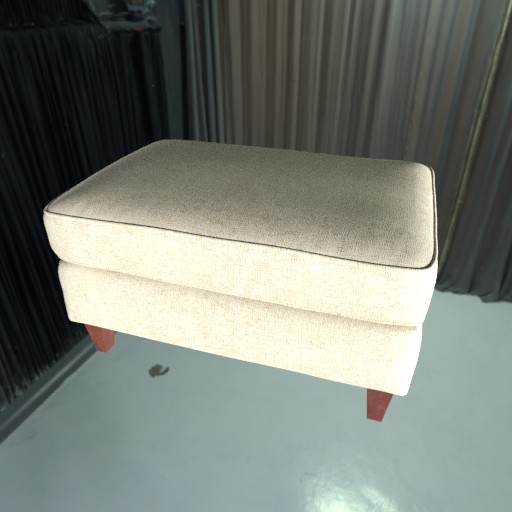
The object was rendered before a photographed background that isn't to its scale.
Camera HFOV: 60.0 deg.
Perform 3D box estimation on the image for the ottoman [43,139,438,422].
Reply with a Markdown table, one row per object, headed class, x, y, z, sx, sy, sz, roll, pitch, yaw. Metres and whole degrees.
| class | x | y | z | sx | sy | sz | roll | pitch | yaw |
| --- | --- | --- | --- | --- | --- | --- | --- | --- | --- |
| ottoman | 0.000 | 0.000 | 1.206 | 0.862 | 0.484 | 0.583 | 10 | 32 | 15 |
